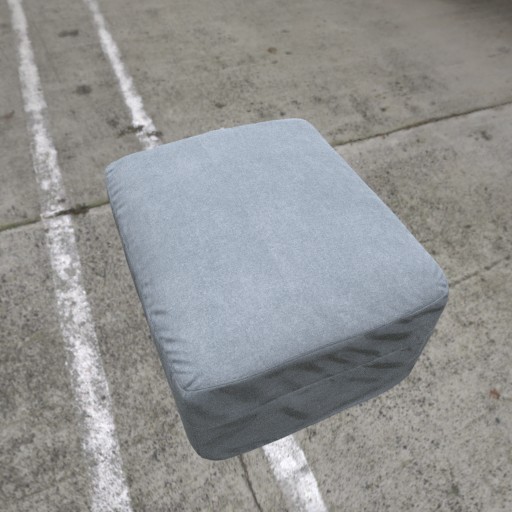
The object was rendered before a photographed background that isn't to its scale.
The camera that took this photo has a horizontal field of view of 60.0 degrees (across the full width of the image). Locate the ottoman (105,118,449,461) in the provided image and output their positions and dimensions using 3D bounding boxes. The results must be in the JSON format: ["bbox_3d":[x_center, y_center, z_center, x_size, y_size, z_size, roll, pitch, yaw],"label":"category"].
[{"bbox_3d":[0.000,0.000,1.260,0.683,0.481,0.837,-18,50,-15],"label":"ottoman"}]
